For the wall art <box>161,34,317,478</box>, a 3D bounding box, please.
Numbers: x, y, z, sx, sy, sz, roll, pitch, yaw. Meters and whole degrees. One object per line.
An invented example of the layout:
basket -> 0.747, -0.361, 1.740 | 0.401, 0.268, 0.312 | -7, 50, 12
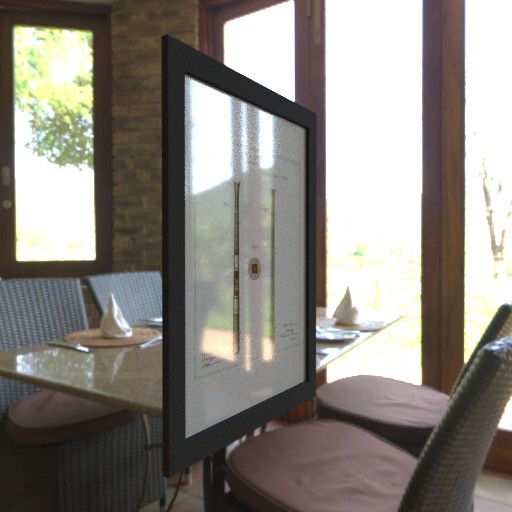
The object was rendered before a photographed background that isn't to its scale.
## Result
wall art -> 0.000, 0.000, 0.681 | 0.012, 0.529, 0.374 | 0, 1, 35
